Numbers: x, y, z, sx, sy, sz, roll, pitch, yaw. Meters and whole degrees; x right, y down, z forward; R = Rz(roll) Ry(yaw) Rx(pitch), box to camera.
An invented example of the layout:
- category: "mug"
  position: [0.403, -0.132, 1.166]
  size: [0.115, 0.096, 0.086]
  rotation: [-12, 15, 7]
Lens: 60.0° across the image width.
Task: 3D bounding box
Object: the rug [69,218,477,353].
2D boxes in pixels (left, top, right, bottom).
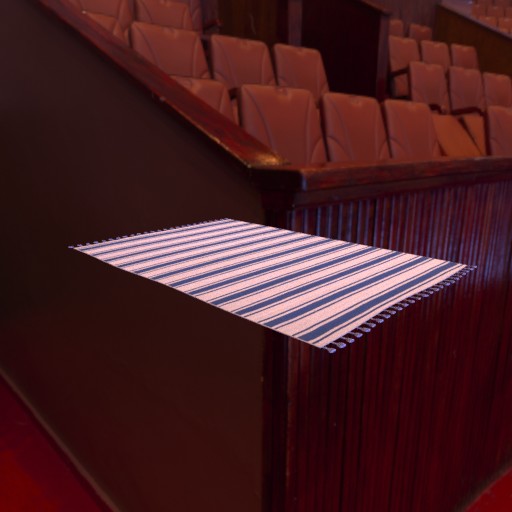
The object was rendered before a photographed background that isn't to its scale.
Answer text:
- category: "rug"
  position: [0.000, 0.000, 2.956]
  size: [2.315, 0.010, 1.544]
  rotation: [15, 21, 42]
